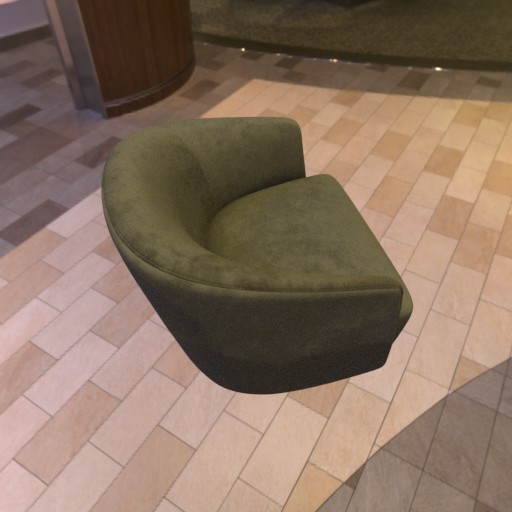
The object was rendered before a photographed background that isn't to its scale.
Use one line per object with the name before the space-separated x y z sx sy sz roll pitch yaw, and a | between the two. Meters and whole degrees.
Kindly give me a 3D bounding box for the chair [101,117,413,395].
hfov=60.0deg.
chair | 0.000 0.000 1.356 0.767 0.698 0.773 -11 47 -10
